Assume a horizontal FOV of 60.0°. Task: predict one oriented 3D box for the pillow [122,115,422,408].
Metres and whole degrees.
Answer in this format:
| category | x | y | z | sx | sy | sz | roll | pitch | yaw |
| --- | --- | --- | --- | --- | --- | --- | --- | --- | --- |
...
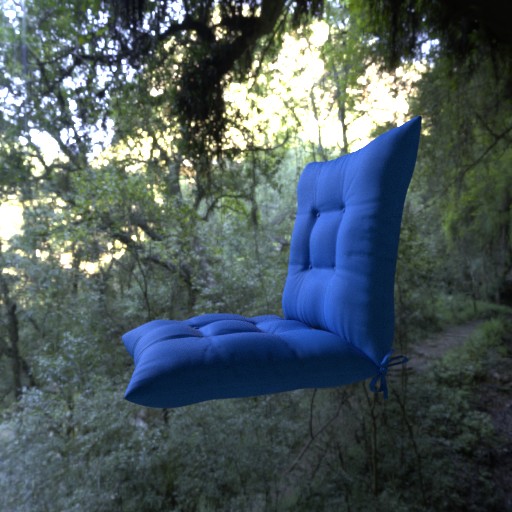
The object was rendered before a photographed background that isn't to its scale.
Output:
| category | x | y | z | sx | sy | sz | roll | pitch | yaw |
| --- | --- | --- | --- | --- | --- | --- | --- | --- | --- |
| pillow | 0.000 | 0.000 | 1.004 | 0.585 | 0.536 | 0.541 | 0 | 1 | -18 |
